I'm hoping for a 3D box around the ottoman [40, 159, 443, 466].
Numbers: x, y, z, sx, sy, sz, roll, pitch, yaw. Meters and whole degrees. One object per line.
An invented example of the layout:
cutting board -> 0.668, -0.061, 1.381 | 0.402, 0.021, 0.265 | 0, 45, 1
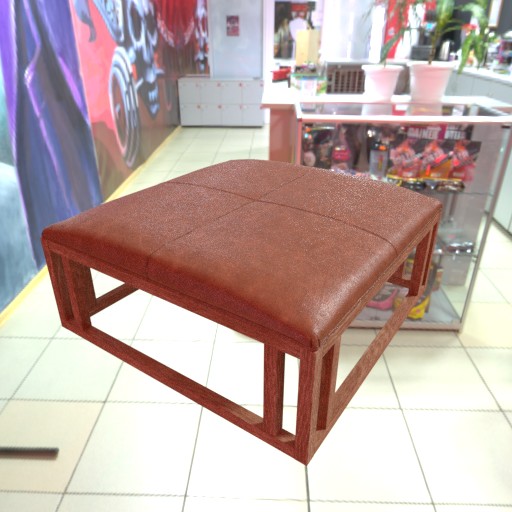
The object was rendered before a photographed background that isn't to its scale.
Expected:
ottoman -> 0.000, 0.000, 1.616 | 1.013, 0.442, 1.016 | 18, 32, 30
